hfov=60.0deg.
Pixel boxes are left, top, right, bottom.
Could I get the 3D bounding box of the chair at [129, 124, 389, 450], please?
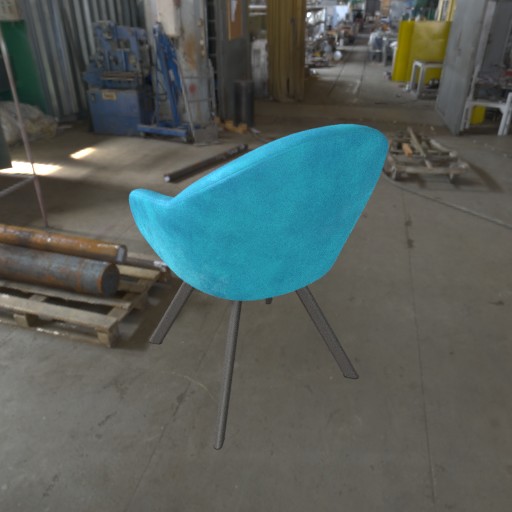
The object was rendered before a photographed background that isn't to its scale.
[{"bbox_3d":[0.000,0.000,1.193,0.550,0.795,0.590,-17,34,-27],"label":"chair"}]
